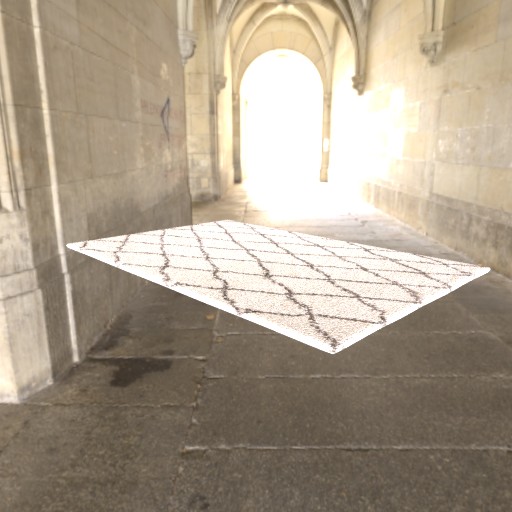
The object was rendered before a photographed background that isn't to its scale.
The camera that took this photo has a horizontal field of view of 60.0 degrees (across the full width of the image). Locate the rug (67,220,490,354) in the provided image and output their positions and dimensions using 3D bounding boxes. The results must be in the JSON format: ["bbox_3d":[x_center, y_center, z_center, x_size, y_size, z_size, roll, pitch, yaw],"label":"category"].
[{"bbox_3d":[0.000,0.000,3.357,1.778,0.030,2.743,-13,19,-42],"label":"rug"}]
